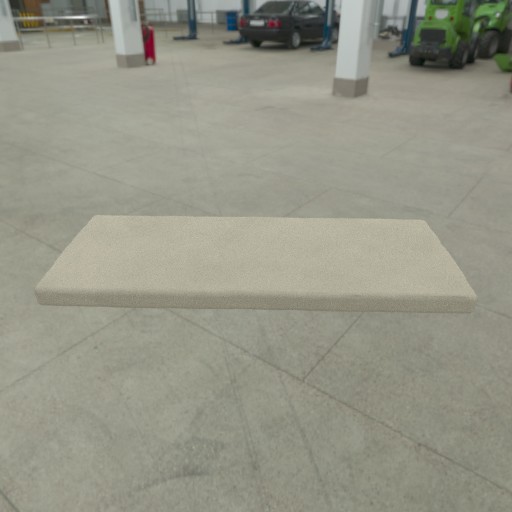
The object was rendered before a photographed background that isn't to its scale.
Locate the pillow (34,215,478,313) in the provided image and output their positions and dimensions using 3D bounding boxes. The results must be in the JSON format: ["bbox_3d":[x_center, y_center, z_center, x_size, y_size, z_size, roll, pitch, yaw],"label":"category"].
[{"bbox_3d":[0.000,0.000,1.352,1.187,0.081,0.492,1,30,2],"label":"pillow"}]
